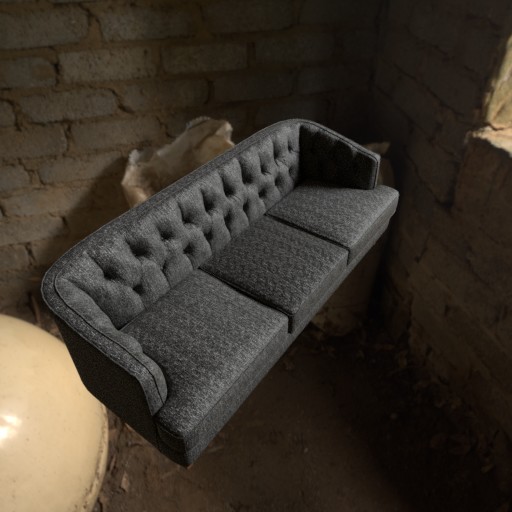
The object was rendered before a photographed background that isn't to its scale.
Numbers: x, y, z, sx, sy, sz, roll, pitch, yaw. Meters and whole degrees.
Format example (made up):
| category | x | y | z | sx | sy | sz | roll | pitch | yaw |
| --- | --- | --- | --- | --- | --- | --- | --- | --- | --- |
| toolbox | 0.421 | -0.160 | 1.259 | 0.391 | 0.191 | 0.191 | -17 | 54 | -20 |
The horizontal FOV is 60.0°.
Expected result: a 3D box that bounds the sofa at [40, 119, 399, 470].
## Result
| category | x | y | z | sx | sy | sz | roll | pitch | yaw |
| --- | --- | --- | --- | --- | --- | --- | --- | --- | --- |
| sofa | 0.000 | 0.000 | 2.668 | 0.941 | 0.855 | 2.278 | 25 | 46 | 26 |
